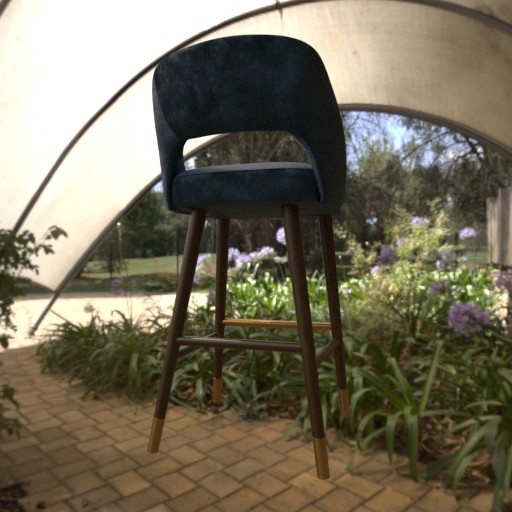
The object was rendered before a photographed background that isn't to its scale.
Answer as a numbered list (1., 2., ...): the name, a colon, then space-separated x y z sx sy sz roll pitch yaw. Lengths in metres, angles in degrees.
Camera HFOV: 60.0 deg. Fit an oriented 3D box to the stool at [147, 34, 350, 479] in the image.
1. stool: 0.000 0.000 1.255 0.514 1.016 0.515 0 -1 18
